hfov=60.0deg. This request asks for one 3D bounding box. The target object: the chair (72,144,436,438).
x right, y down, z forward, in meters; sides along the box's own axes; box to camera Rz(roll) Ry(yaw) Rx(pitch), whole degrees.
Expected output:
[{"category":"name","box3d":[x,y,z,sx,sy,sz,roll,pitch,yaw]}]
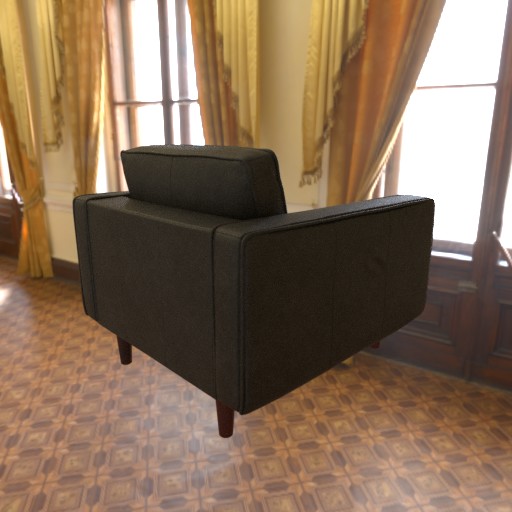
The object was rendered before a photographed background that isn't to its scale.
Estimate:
[{"category":"chair","box3d":[0.000,0.000,1.556,0.914,0.763,0.889,-14,21,-42]}]
